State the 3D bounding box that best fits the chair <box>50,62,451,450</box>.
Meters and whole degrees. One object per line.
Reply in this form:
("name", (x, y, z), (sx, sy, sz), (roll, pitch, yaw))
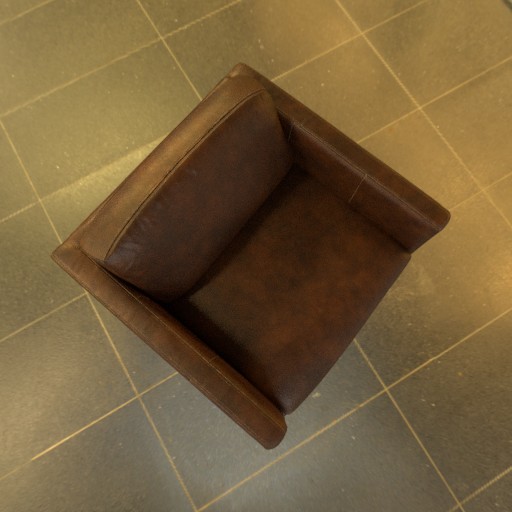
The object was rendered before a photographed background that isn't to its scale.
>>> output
("chair", (0.000, 0.000, 1.741), (0.975, 0.864, 0.990), (39, 79, 9))
